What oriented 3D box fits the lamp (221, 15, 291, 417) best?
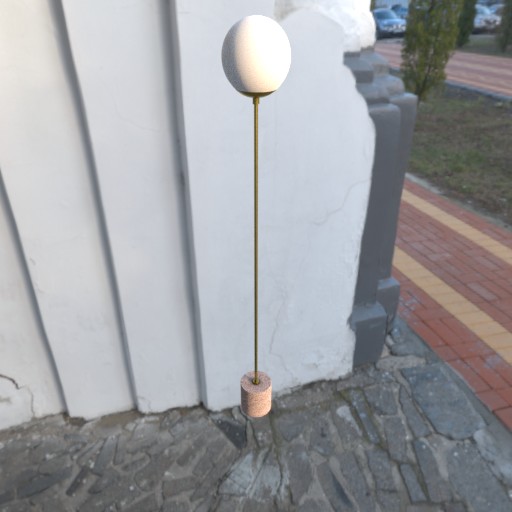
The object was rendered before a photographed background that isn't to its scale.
[{"bbox_3d":[0.000,0.000,1.831,0.229,1.748,0.229,0,29,0],"label":"lamp"}]
